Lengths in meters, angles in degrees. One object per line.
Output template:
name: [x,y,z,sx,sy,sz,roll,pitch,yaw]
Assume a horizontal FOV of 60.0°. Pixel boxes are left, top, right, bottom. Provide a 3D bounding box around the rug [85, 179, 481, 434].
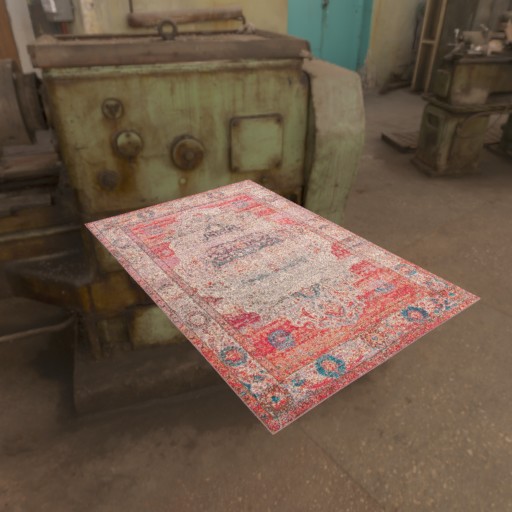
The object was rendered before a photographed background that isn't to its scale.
rug: [0.000,0.000,2.351,1.219,0.006,1.829,-21,37,-31]
